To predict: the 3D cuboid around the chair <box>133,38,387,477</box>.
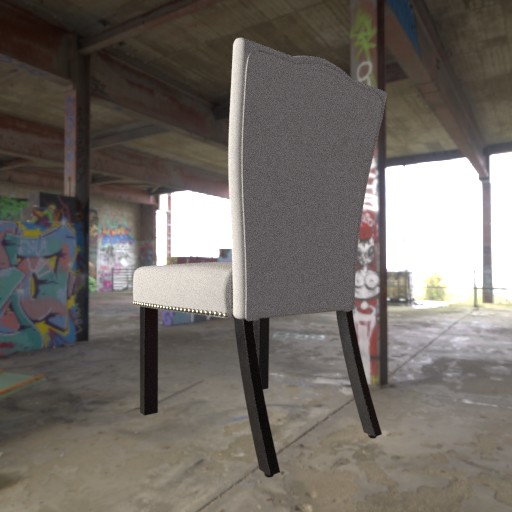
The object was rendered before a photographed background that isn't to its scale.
[{"bbox_3d":[0.000,0.000,1.275,0.518,0.946,0.589,1,-1,-37],"label":"chair"}]
